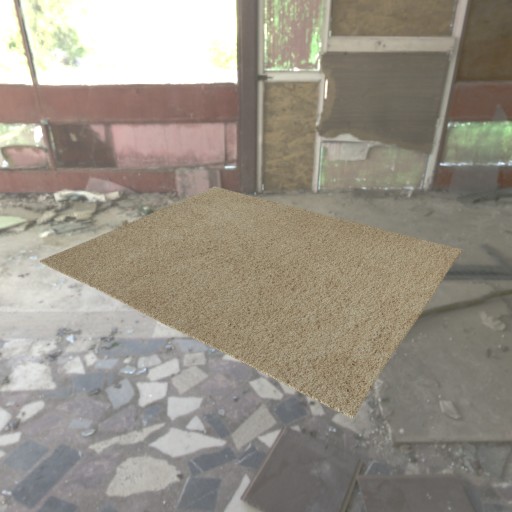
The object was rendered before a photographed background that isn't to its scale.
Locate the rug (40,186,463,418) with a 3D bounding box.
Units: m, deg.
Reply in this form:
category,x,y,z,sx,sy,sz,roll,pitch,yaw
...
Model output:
category,x,y,z,sx,sy,sz,roll,pitch,yaw
rug,0.000,0.000,4.022,3.000,0.025,2.400,19,34,31
